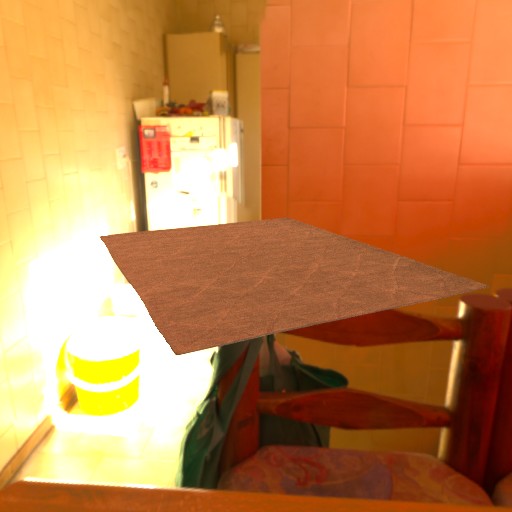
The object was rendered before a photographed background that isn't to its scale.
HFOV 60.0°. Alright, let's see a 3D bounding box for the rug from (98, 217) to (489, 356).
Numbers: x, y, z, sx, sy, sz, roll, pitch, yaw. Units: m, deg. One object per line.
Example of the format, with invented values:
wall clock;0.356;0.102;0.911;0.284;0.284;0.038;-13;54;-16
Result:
rug;0.000;0.000;4.119;2.438;0.013;3.048;-8;18;-25
